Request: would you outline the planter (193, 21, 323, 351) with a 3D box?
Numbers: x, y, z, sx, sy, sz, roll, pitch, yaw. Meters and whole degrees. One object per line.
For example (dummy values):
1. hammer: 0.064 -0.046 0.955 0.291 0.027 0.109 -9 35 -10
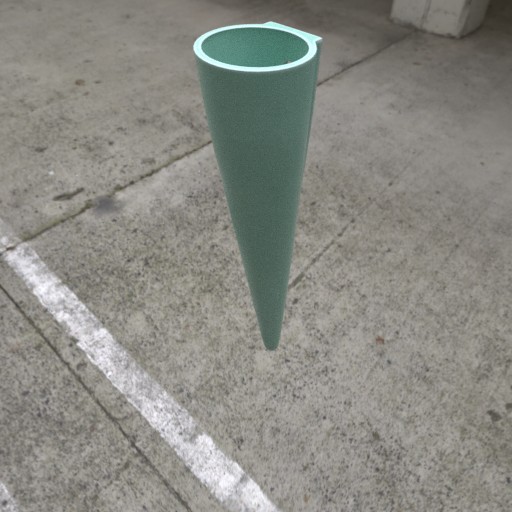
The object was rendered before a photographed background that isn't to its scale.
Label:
1. planter: 0.000 0.000 0.290 0.054 0.268 0.055 34 55 28
